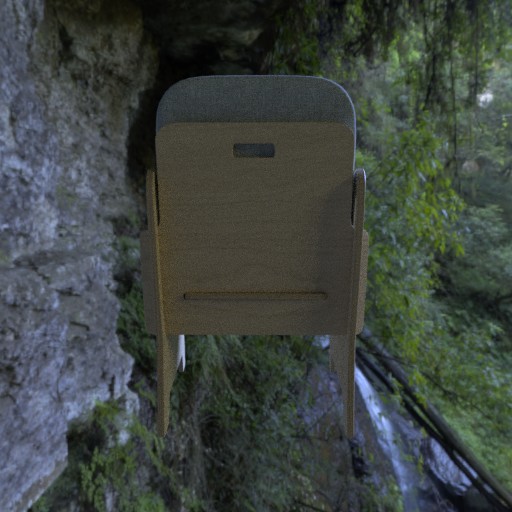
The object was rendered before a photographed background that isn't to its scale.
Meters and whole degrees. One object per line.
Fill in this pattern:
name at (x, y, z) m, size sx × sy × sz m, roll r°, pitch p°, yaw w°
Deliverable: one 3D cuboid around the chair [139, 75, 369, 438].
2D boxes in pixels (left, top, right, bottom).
chair at (0.000, 0.000, 1.285) m, size 0.590 × 0.800 × 0.710 m, roll 0°, pitch 2°, yaw 0°
